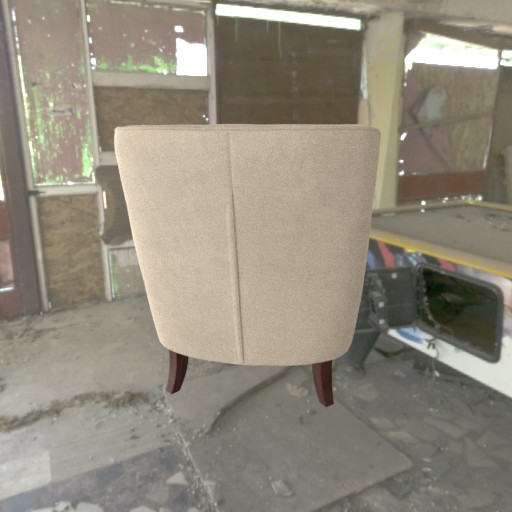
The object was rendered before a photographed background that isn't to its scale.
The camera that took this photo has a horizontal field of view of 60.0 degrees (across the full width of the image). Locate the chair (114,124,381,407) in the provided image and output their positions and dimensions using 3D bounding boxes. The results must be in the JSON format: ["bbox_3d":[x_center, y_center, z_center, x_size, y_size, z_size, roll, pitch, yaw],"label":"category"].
[{"bbox_3d":[0.000,0.000,1.634,0.781,0.920,0.910,2,15,8],"label":"chair"}]
